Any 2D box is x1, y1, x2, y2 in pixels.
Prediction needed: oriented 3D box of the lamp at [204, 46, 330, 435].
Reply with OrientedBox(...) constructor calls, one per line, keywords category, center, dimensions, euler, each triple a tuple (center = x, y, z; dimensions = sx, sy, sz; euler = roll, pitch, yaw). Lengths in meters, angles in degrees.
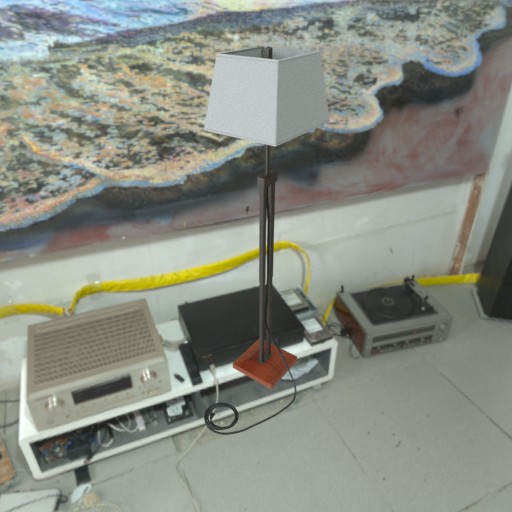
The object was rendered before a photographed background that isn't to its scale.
OrientedBox(category="lamp", center=(0.000, 0.000, 2.033), dimensions=(0.472, 1.712, 0.745), euler=(21, 38, 30))
